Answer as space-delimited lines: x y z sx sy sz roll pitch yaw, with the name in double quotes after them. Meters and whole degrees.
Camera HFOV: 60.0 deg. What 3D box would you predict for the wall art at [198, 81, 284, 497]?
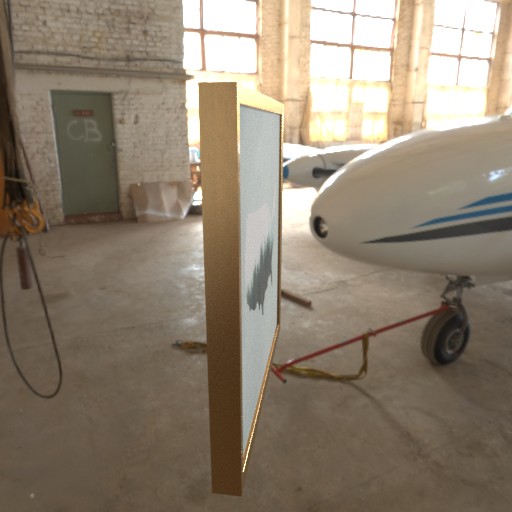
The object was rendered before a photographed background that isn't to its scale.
0.000 0.000 0.754 0.040 0.509 0.509 2 17 8 "wall art"
